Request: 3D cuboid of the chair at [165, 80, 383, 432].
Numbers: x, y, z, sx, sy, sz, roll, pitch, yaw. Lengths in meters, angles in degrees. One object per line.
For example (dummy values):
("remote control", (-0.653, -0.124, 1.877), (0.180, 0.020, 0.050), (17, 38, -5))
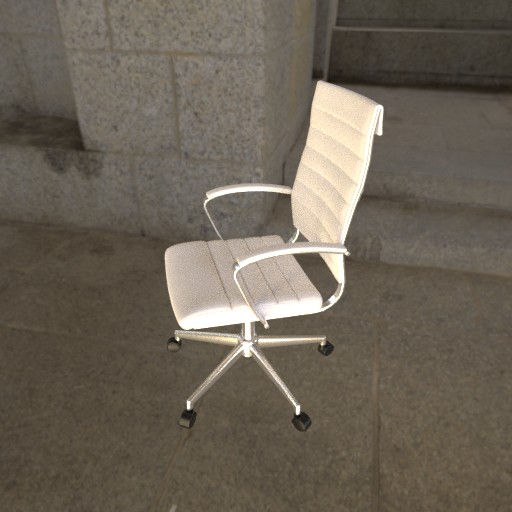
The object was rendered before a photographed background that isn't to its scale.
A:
("chair", (0.000, 0.000, 1.664), (0.739, 1.149, 0.766), (-8, 31, -13))
